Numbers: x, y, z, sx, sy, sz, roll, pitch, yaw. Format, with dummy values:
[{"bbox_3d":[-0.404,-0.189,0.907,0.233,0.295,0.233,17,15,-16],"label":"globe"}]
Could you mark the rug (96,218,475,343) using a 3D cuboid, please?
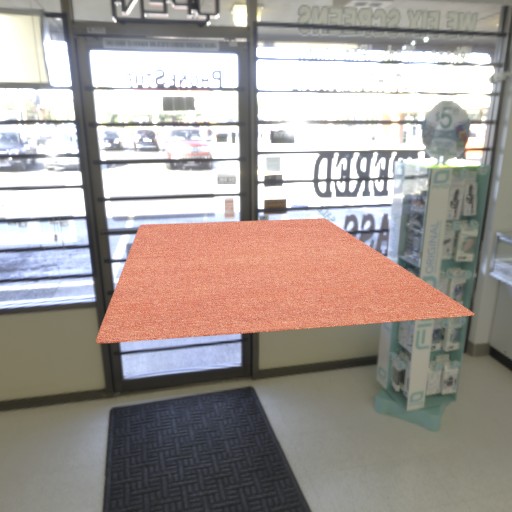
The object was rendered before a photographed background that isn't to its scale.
[{"bbox_3d":[0.000,0.000,2.795,1.594,0.009,2.112,-3,17,-9],"label":"rug"}]
